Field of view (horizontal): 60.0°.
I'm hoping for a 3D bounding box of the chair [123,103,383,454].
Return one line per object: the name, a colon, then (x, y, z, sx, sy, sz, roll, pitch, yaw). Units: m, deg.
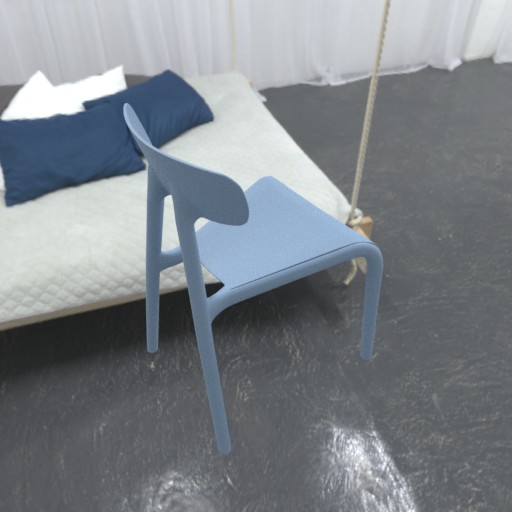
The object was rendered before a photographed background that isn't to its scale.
chair: (0.000, 0.000, 0.836, 0.401, 0.580, 0.356, -27, 48, -27)
